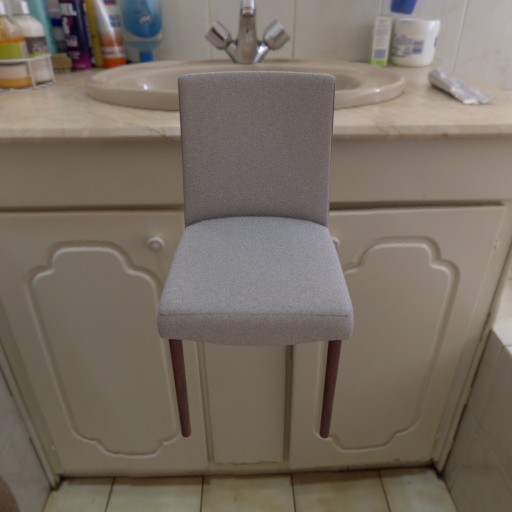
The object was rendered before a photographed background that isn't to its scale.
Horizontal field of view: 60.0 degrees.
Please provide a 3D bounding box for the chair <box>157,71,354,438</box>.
[{"bbox_3d":[0.000,0.000,1.197,0.456,0.859,0.570,0,30,0],"label":"chair"}]
